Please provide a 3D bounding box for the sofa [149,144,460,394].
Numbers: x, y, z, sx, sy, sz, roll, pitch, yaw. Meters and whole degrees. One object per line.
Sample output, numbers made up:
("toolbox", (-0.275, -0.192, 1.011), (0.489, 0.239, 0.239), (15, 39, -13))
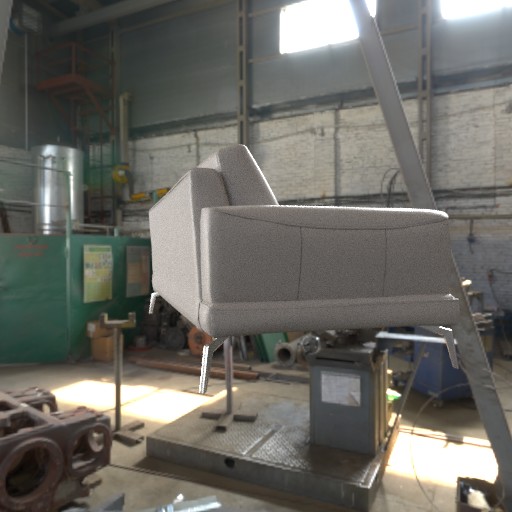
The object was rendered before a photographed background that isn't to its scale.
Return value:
("sofa", (0.000, 0.000, 2.683), (1.121, 0.930, 2.177), (0, 1, -18))
